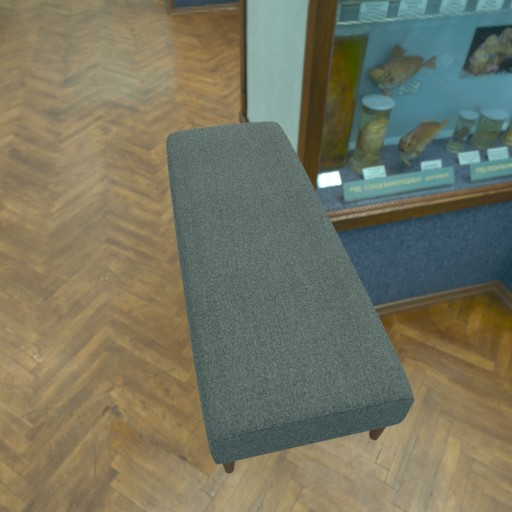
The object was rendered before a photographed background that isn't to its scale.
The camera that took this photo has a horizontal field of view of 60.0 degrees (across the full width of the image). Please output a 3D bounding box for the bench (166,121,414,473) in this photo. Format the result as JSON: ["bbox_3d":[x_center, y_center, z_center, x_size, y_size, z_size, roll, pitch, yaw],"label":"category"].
[{"bbox_3d":[0.000,0.000,1.868,0.631,0.384,1.598,-9,46,-9],"label":"bench"}]
